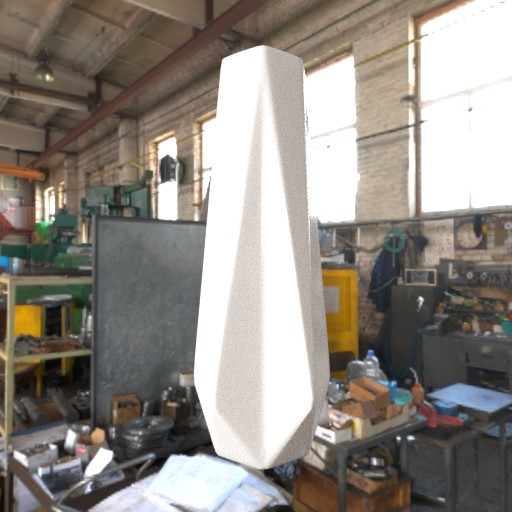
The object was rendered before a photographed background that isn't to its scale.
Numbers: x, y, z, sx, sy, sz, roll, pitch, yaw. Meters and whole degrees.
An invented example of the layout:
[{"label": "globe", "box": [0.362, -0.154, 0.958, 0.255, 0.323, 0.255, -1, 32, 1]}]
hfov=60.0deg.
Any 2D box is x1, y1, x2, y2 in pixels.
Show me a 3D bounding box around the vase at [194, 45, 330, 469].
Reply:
[{"label": "vase", "box": [0.000, 0.000, 0.381, 0.116, 0.329, 0.122, 0, -1, 18]}]
